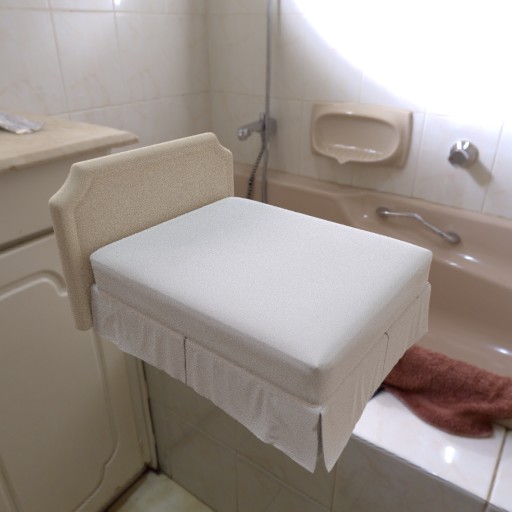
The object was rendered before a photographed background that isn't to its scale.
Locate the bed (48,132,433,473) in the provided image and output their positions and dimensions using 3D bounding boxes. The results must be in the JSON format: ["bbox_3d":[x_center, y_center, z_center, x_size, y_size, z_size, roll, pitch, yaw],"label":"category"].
[{"bbox_3d":[0.000,0.000,3.220,2.209,1.296,1.827,20,33,33],"label":"bed"}]
